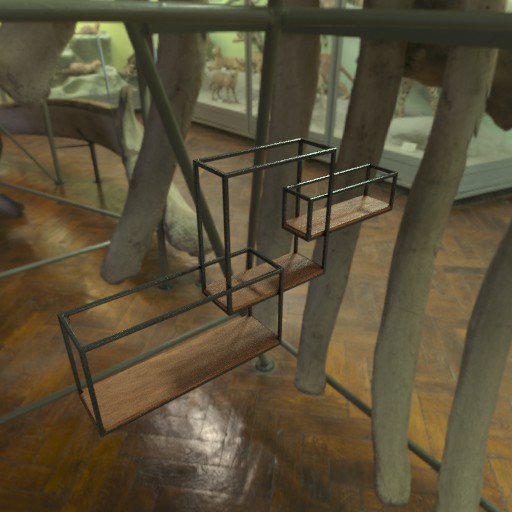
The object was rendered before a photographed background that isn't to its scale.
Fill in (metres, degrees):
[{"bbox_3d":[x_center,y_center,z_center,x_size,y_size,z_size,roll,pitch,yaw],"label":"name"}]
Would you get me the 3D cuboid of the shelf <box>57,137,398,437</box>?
[{"bbox_3d":[0.000,0.000,2.125,1.781,0.972,0.275,-20,35,-32],"label":"shelf"}]
